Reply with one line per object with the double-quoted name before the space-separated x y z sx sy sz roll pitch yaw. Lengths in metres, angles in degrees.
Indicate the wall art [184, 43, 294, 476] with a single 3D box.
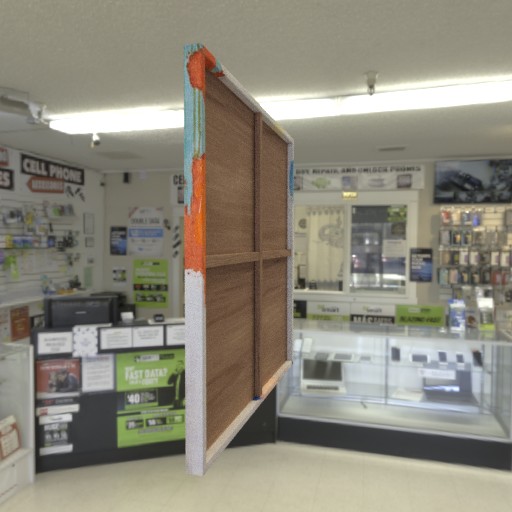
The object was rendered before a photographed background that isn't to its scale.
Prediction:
"wall art" 0.000 0.000 1.224 0.037 0.814 0.814 1 2 17
